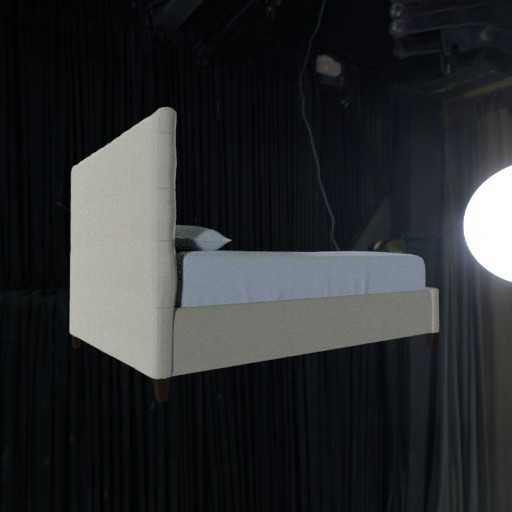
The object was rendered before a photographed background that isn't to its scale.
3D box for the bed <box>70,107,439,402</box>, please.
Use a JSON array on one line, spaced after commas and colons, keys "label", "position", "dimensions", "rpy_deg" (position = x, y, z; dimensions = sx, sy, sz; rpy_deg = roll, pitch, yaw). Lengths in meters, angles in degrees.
[{"label": "bed", "position": [0.000, 0.000, 3.479], "dimensions": [2.387, 1.427, 1.698], "rpy_deg": [0, -1, -36]}]
